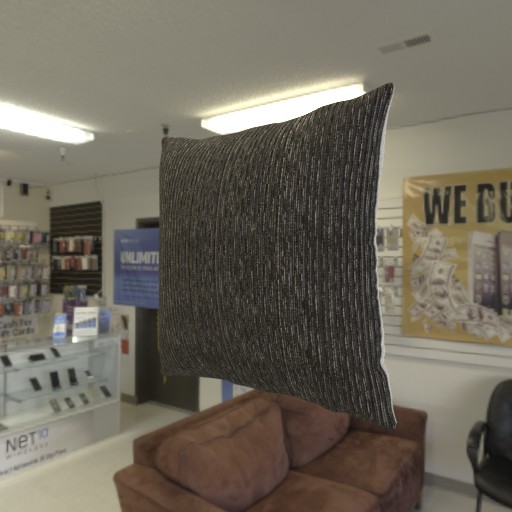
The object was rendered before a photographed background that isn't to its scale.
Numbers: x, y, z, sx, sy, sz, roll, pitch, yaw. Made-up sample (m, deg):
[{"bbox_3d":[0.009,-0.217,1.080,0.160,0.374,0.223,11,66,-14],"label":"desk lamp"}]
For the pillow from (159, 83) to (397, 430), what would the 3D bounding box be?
[{"bbox_3d":[0.000,0.000,0.678,0.433,0.434,0.196,0,0,37],"label":"pillow"}]
